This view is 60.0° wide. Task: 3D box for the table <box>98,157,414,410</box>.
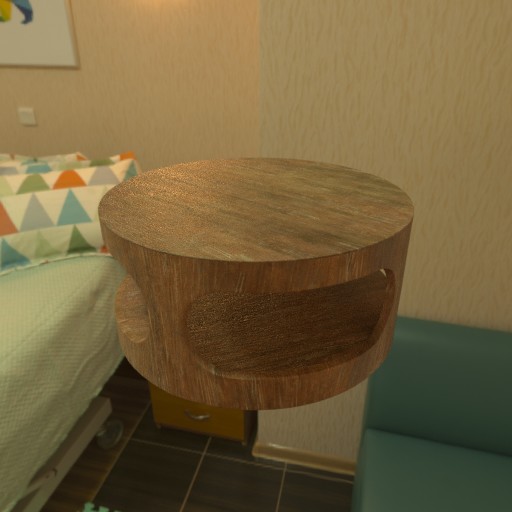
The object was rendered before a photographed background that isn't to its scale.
[{"bbox_3d":[0.000,0.000,1.532,0.974,0.450,0.974,0,26,0],"label":"table"}]
